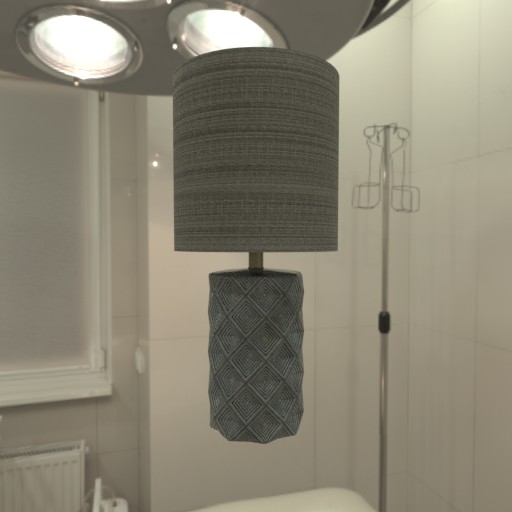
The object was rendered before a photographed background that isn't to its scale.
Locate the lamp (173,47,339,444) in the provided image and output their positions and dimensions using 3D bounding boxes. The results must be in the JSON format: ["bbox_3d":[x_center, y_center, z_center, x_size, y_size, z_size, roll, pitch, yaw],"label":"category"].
[{"bbox_3d":[0.000,0.000,0.733,0.268,0.566,0.269,-1,2,-18],"label":"lamp"}]
